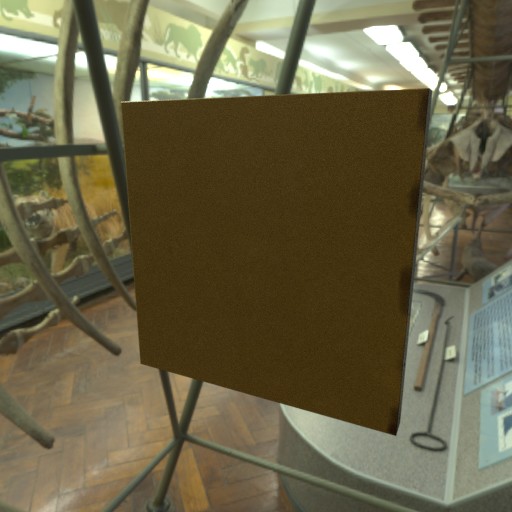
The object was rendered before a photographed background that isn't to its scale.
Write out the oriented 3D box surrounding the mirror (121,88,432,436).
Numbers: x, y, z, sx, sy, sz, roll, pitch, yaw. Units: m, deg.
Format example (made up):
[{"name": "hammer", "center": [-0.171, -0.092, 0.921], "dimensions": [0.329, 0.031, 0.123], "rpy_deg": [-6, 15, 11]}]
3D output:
[{"name": "mirror", "center": [0.000, 0.000, 0.749], "dimensions": [0.509, 0.507, 0.042], "rpy_deg": [7, 17, 26]}]
